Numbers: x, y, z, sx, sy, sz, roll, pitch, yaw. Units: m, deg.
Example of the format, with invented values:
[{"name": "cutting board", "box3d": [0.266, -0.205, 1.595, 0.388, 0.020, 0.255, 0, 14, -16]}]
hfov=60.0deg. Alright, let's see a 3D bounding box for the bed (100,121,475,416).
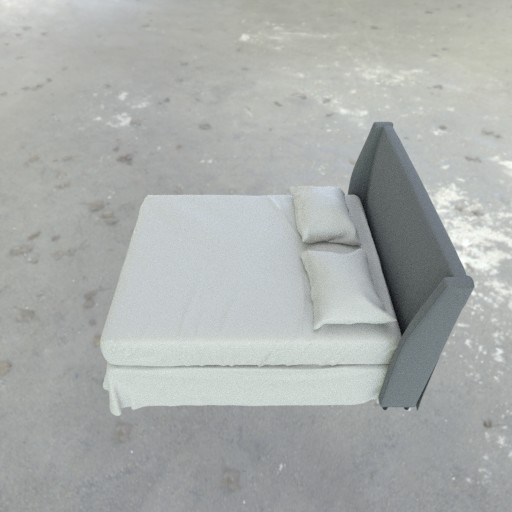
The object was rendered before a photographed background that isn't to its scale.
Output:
[{"name": "bed", "box3d": [0.000, 0.000, 3.404, 2.276, 1.332, 1.925, 0, 42, 0]}]
